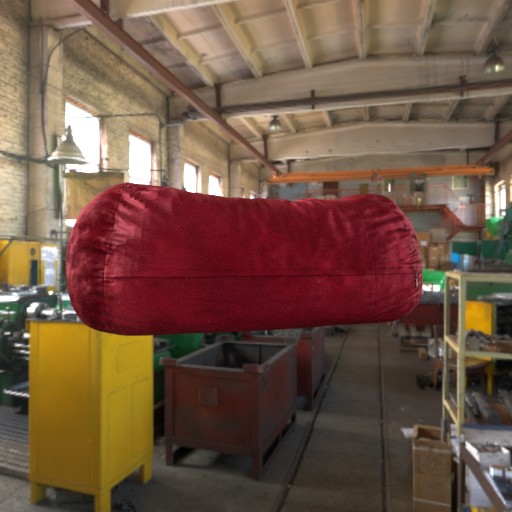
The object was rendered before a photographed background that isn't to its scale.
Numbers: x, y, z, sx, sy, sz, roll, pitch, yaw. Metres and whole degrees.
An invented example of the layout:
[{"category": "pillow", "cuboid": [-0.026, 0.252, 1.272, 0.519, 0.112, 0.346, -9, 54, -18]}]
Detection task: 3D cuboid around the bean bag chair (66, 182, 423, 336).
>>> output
[{"category": "bean bag chair", "cuboid": [0.000, 0.000, 2.902, 2.293, 0.867, 1.216, 0, 0, -18]}]
